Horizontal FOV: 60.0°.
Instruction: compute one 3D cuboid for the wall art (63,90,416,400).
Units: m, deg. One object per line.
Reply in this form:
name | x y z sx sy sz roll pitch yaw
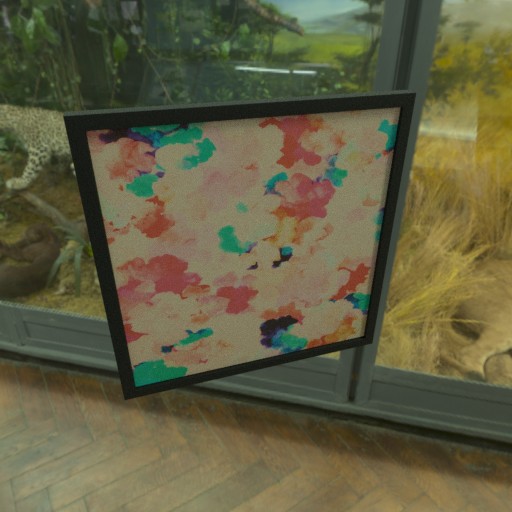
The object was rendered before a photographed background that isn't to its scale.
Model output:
wall art | 0.000 0.000 0.453 0.306 0.304 0.015 -9 32 -15
